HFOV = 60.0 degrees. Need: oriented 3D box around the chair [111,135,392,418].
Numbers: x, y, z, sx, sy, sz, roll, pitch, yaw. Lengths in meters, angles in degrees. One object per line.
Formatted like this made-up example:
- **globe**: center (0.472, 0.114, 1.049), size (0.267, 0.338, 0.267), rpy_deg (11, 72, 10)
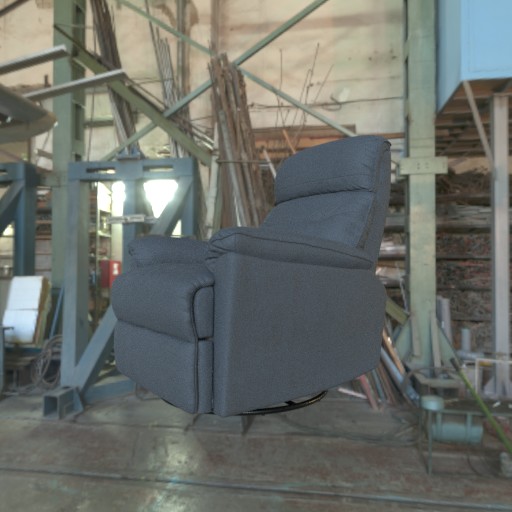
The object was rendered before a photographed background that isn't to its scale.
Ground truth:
- **chair**: center (0.000, 0.000, 1.776), size (1.004, 1.037, 0.820), rpy_deg (1, -1, -36)
